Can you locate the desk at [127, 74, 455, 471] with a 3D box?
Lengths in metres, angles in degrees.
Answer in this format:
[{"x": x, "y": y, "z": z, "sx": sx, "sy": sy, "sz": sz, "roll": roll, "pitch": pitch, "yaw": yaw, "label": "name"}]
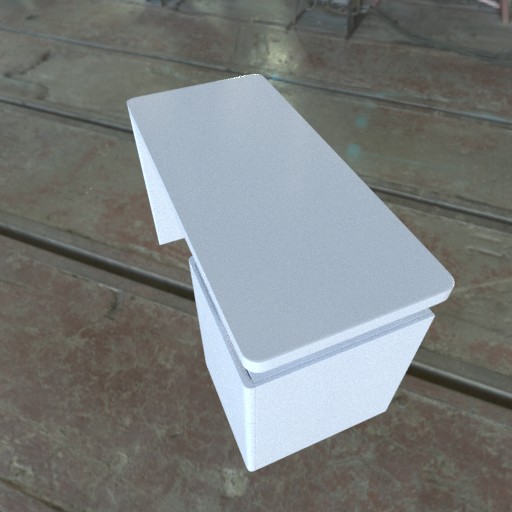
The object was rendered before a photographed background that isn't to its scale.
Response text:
[{"x": 0.000, "y": 0.000, "z": 1.630, "sx": 0.550, "sy": 0.760, "sz": 1.200, "roll": -18, "pitch": 50, "yaw": -15, "label": "desk"}]
